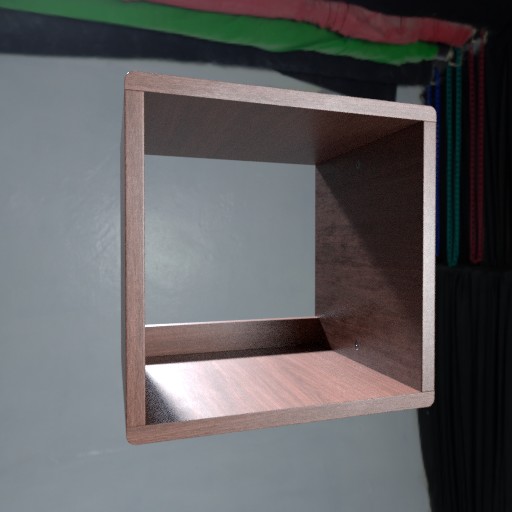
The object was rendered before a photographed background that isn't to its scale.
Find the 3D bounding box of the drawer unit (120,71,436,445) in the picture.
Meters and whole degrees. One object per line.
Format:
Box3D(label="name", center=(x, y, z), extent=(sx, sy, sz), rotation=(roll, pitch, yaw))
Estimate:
Box3D(label="drawer unit", center=(0.000, 0.000, 0.605), extent=(0.349, 0.351, 0.290), rotation=(0, 1, -18))
